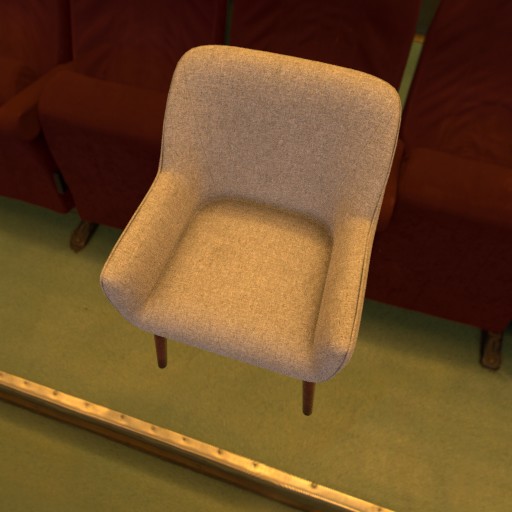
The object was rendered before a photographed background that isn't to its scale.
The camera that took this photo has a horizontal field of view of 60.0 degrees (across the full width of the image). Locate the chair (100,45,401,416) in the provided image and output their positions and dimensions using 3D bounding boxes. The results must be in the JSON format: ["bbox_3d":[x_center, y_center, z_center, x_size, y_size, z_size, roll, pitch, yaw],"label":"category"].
[{"bbox_3d":[0.000,0.000,1.128,0.543,0.803,0.519,15,59,9],"label":"chair"}]
